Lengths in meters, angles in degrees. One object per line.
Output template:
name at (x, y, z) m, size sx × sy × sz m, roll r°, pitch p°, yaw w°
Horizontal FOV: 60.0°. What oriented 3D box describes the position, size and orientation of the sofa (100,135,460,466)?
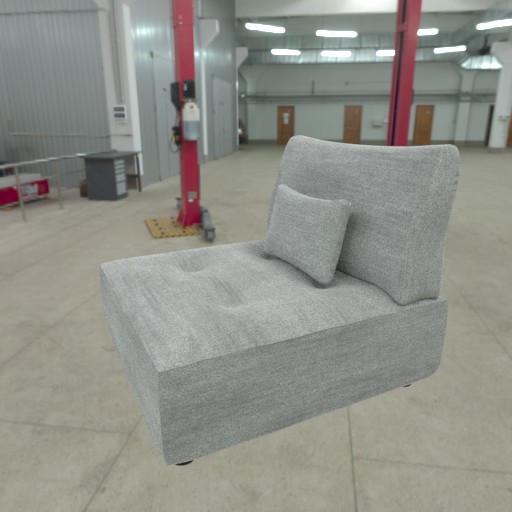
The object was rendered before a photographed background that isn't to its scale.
sofa at (0.000, 0.000, 1.639) m, size 1.000 × 0.820 × 0.930 m, roll -9°, pitch 19°, yaw -26°
